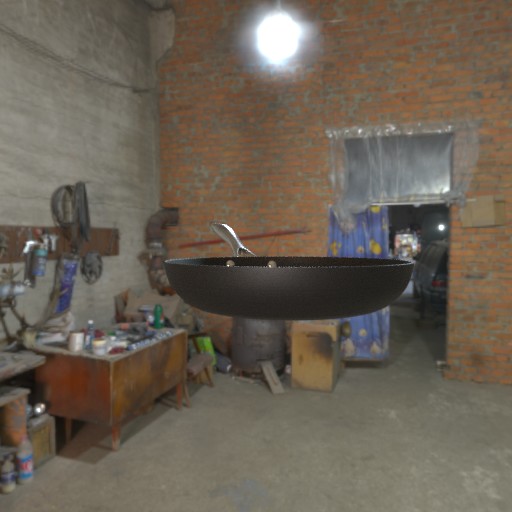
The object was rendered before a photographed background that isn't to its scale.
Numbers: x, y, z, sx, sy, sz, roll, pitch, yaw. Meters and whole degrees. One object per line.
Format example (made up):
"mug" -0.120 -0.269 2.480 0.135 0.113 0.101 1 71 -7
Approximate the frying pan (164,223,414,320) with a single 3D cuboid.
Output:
"frying pan" 0.000 0.000 0.574 0.255 0.105 0.472 -1 2 -17
